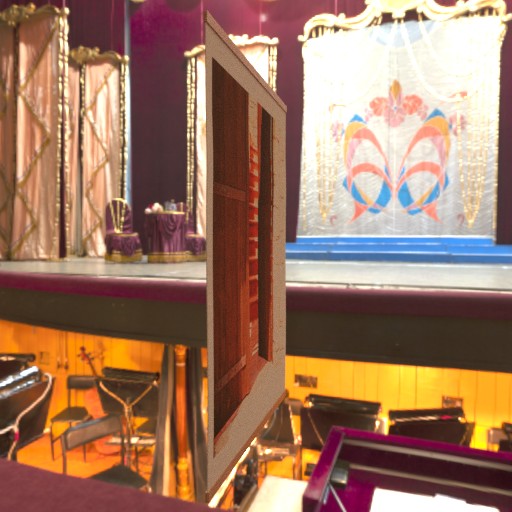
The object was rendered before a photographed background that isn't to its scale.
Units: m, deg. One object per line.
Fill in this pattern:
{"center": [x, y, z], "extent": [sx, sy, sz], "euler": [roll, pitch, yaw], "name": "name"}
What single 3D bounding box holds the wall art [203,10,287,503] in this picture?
{"center": [0.000, 0.000, 1.855], "extent": [0.019, 1.527, 1.019], "euler": [1, 2, 18], "name": "wall art"}
